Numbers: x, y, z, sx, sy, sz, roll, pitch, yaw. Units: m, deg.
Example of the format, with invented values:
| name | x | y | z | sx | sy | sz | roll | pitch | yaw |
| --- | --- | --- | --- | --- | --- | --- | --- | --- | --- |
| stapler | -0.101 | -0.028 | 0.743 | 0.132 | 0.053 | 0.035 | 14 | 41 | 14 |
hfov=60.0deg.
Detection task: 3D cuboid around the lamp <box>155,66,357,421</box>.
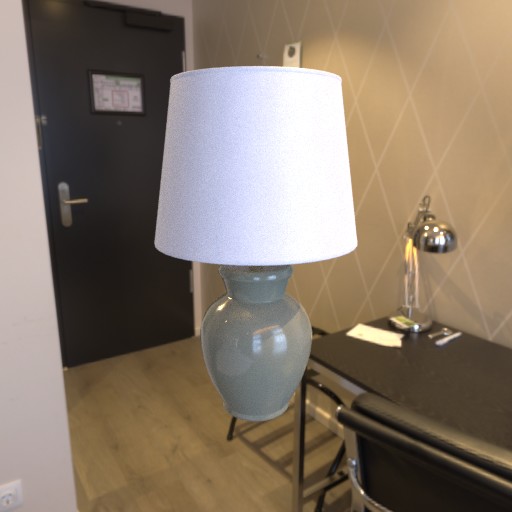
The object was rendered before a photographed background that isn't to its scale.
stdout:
| name | x | y | z | sx | sy | sz | roll | pitch | yaw |
| --- | --- | --- | --- | --- | --- | --- | --- | --- | --- |
| lamp | 0.000 | 0.000 | 0.540 | 0.239 | 0.399 | 0.239 | 0 | 14 | 0 |
